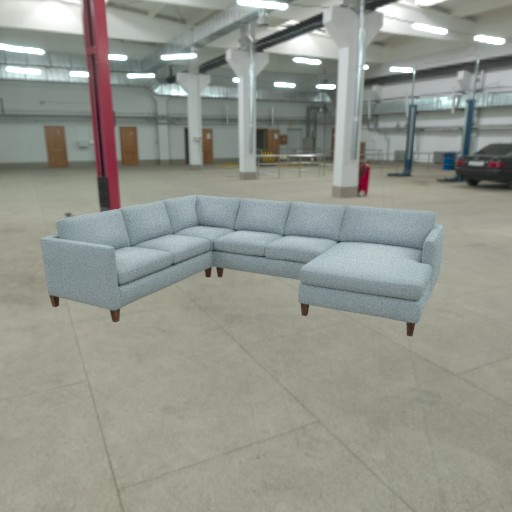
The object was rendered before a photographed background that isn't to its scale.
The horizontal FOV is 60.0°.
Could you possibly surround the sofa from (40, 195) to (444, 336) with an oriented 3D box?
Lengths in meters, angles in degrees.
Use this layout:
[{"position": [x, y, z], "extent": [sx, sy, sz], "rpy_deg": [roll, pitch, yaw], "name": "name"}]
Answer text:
[{"position": [0.000, 0.000, 4.614], "extent": [3.403, 0.889, 2.551], "rpy_deg": [8, 17, 27], "name": "sofa"}]
